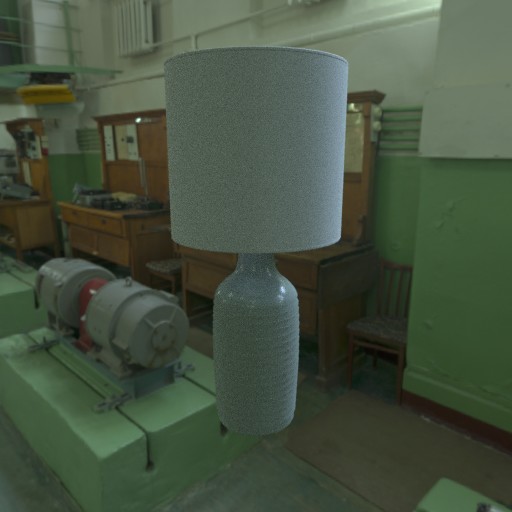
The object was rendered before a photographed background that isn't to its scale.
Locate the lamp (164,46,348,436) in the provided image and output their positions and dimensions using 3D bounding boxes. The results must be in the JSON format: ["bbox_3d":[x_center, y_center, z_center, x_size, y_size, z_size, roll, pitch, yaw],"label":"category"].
[{"bbox_3d":[0.000,0.000,0.596,0.220,0.475,0.220,12,18,42],"label":"lamp"}]
